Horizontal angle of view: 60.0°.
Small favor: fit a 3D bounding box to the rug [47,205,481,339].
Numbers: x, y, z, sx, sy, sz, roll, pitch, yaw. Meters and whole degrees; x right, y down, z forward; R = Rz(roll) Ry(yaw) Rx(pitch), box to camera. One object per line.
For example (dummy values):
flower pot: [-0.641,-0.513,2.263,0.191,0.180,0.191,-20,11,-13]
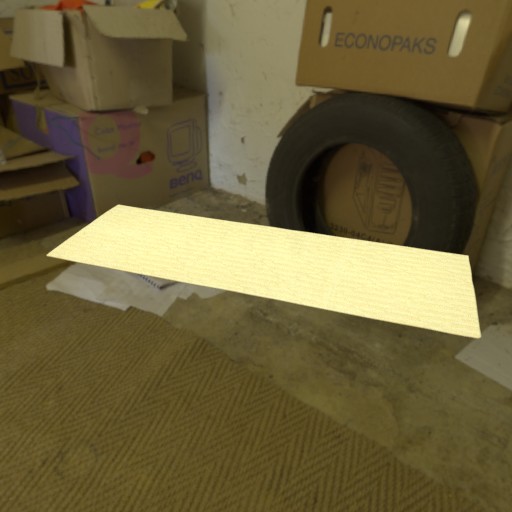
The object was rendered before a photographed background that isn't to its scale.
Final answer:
rug: [0.000,0.000,2.685,2.450,0.014,0.793,9,32,15]
